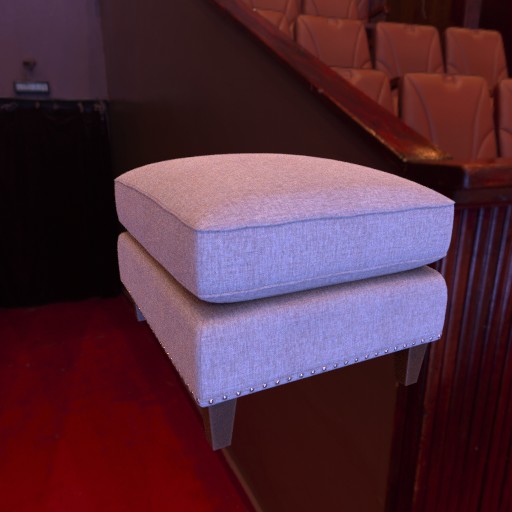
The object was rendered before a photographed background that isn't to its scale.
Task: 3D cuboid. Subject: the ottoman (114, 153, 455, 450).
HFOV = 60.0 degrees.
[{"bbox_3d":[0.000,0.000,1.151,0.584,0.513,0.741,-8,18,-25],"label":"ottoman"}]
